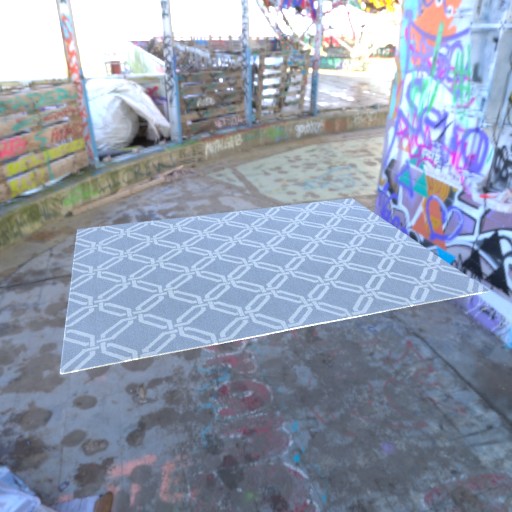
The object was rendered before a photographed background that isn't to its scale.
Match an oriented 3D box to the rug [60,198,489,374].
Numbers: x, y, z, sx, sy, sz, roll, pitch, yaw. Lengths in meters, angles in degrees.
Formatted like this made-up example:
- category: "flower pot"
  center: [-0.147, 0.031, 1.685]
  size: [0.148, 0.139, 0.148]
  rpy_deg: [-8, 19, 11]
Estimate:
- category: "rug"
  center: [0.000, 0.000, 2.713]
  size: [2.133, 0.013, 1.522]
  rpy_deg: [-8, 28, -15]
